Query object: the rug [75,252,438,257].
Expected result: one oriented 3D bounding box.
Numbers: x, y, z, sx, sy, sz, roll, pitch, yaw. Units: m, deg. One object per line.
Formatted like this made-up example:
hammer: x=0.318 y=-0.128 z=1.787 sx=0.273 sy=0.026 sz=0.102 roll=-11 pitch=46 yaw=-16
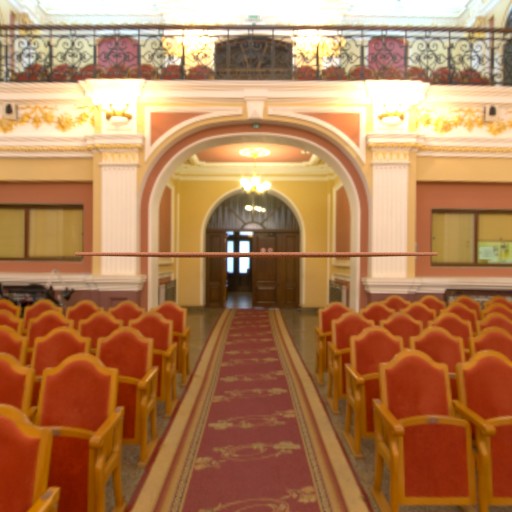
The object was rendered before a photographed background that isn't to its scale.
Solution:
rug: x=0.000 y=0.000 z=3.072 sx=1.523 sy=0.014 sz=2.438 roll=0 pitch=0 yaw=0
